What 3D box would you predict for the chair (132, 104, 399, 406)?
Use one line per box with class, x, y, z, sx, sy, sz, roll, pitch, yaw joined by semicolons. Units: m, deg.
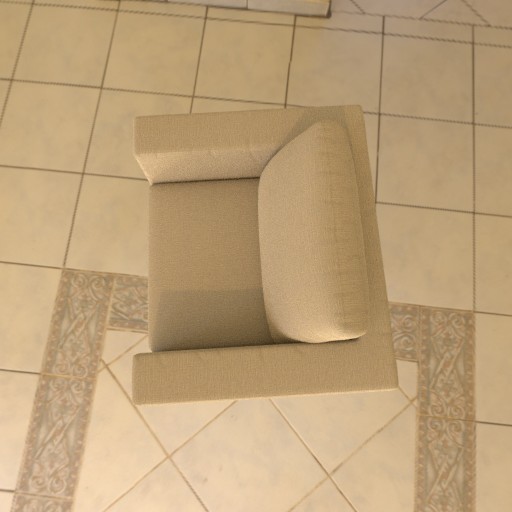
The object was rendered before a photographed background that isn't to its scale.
chair;0.000;0.000;1.854;0.957;0.878;1.150;-3;76;-1
